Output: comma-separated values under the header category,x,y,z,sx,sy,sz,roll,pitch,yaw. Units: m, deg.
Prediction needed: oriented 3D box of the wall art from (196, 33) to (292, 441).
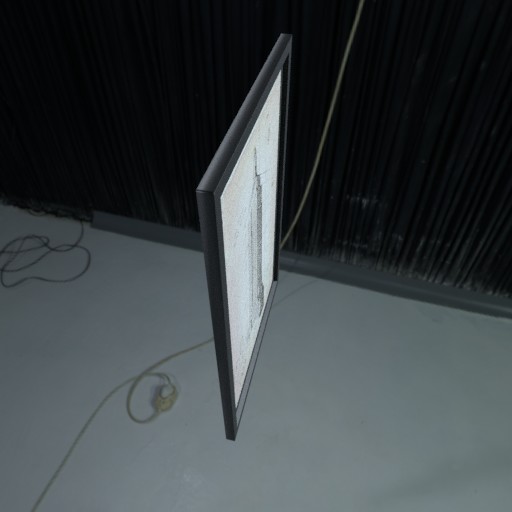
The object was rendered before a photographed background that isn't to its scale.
category,x,y,z,sx,sy,sz,roll,pitch,yaw
wall art,0.000,0.000,0.563,0.013,0.431,0.303,10,47,9
